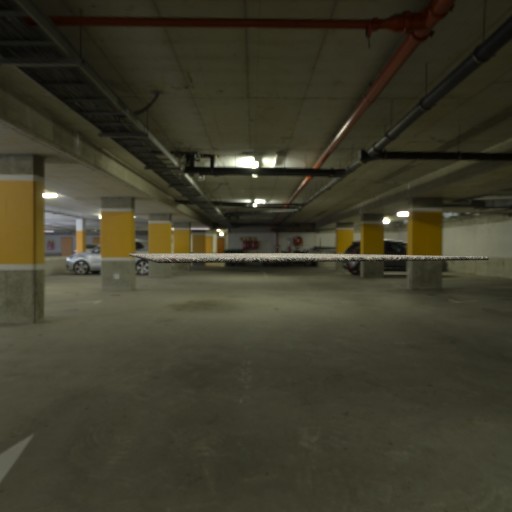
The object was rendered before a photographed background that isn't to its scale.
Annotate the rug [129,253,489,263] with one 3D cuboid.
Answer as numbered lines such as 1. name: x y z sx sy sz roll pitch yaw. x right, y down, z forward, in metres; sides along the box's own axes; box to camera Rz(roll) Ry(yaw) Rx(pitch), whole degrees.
1. rug: 0.000 0.000 2.893 1.501 0.017 2.298 0 1 -18
